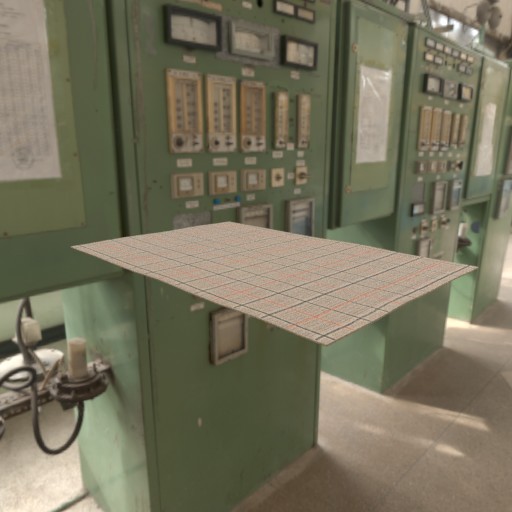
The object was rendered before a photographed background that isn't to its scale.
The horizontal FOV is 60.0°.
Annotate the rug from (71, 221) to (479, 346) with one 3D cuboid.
[{"bbox_3d":[0.000,0.000,2.357,1.220,0.013,1.829,-14,20,-43],"label":"rug"}]
